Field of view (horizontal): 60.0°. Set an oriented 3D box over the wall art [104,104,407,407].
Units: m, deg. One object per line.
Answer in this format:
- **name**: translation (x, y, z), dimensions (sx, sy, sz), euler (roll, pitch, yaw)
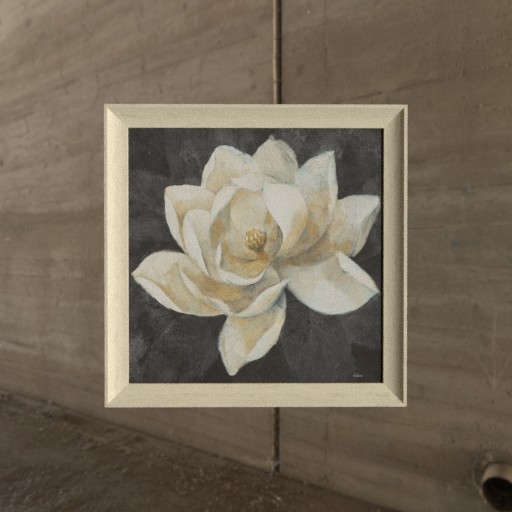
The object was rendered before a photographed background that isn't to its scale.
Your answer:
- **wall art**: translation (0.000, 0.000, 1.509), dimensions (1.016, 1.016, 0.045), euler (0, 0, 0)
